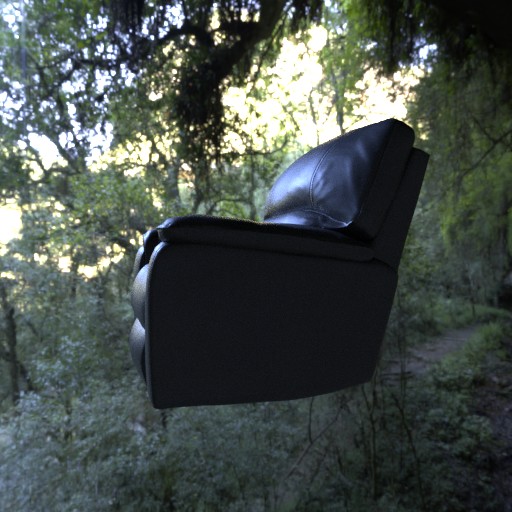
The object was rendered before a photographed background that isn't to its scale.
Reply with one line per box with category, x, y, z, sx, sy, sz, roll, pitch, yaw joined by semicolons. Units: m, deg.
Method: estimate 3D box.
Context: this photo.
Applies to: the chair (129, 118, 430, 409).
chair;0.000;0.000;1.979;1.087;1.109;1.096;0;1;-18
